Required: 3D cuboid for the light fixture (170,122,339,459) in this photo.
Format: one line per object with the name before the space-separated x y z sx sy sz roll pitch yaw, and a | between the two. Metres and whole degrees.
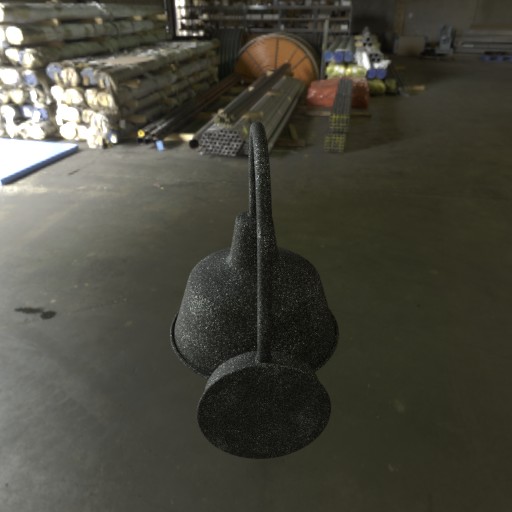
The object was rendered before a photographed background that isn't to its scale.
light fixture | 0.000 0.000 0.485 0.216 0.300 0.283 -2 29 -3
